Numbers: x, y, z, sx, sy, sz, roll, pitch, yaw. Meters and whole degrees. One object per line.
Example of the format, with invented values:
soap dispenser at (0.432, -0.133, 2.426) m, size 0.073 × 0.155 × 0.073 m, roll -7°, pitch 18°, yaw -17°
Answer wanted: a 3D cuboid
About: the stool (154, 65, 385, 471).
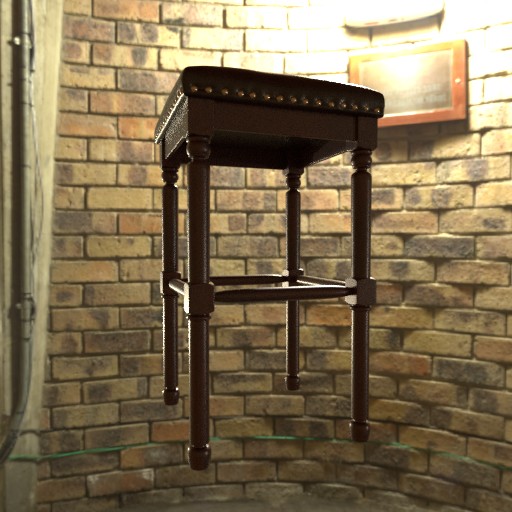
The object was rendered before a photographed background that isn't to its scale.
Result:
stool at (0.000, 0.000, 0.944) m, size 0.382 × 0.702 × 0.383 m, roll -1°, pitch 2°, yaw -19°
